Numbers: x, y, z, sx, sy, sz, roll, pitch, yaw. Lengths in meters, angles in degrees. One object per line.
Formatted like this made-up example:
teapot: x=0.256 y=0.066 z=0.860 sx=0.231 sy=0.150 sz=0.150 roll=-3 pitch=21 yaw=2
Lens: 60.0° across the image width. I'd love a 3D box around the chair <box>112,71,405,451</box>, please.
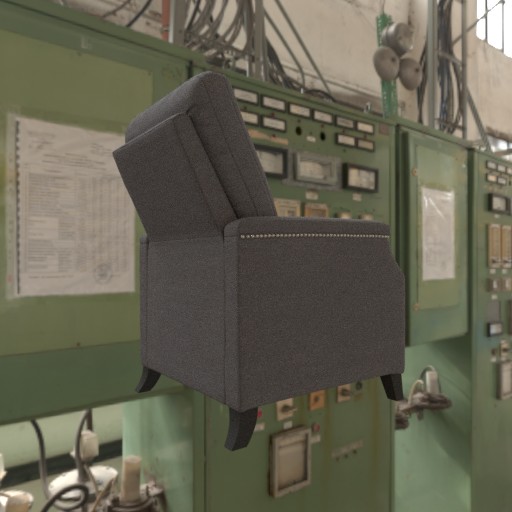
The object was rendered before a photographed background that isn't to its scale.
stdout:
chair: x=0.000 y=0.000 z=1.651 sx=0.922 sy=1.049 sz=0.710 roll=1 pitch=-1 yaw=-37
